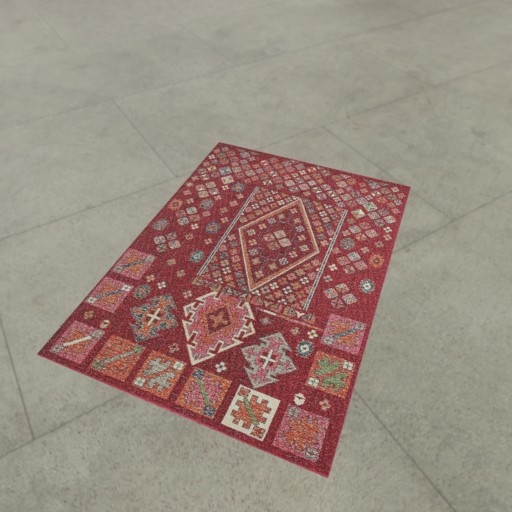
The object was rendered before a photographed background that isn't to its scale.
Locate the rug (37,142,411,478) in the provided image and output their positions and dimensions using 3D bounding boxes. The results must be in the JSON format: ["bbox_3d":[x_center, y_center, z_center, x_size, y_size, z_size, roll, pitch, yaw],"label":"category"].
[{"bbox_3d":[0.000,0.000,2.797,1.579,0.007,2.184,17,49,15],"label":"rug"}]
